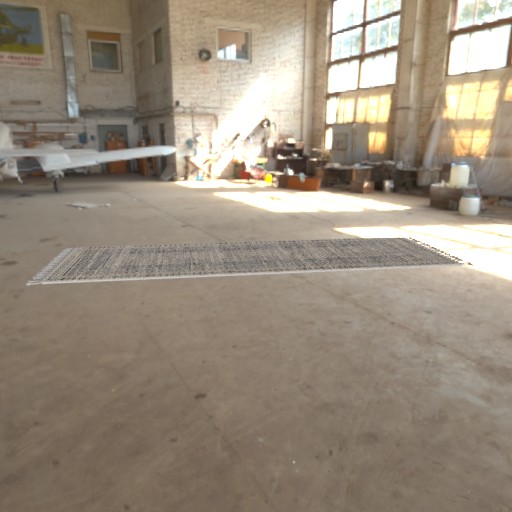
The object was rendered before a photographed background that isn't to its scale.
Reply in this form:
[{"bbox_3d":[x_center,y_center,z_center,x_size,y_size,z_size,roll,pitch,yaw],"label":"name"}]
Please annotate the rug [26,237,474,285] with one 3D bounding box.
[{"bbox_3d":[0.000,0.000,2.768,2.480,0.013,0.786,-2,15,-8],"label":"rug"}]
